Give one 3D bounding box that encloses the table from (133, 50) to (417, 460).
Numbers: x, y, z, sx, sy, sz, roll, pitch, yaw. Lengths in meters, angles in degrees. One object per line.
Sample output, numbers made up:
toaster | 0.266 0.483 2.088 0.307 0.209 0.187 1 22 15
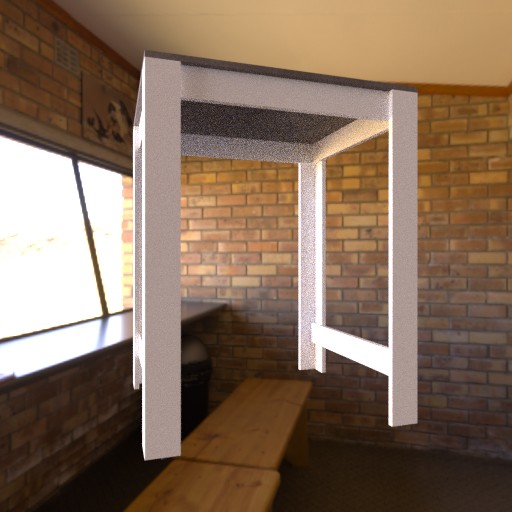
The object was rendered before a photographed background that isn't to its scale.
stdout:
table | 0.000 0.000 1.549 0.800 1.020 0.700 0 0 -18
